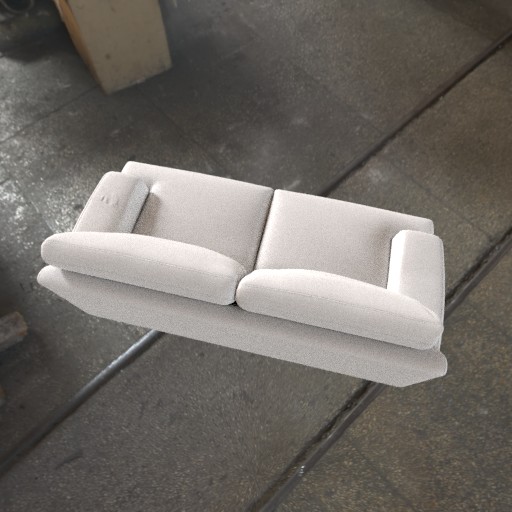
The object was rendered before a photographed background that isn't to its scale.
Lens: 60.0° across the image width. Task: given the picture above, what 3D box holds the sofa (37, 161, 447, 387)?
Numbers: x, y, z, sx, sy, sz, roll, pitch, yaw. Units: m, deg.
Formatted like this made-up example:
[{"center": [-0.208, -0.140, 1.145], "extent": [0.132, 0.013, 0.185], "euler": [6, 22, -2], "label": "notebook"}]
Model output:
[{"center": [0.000, 0.000, 2.773], "extent": [2.261, 0.940, 1.143], "euler": [12, 64, 6], "label": "sofa"}]
